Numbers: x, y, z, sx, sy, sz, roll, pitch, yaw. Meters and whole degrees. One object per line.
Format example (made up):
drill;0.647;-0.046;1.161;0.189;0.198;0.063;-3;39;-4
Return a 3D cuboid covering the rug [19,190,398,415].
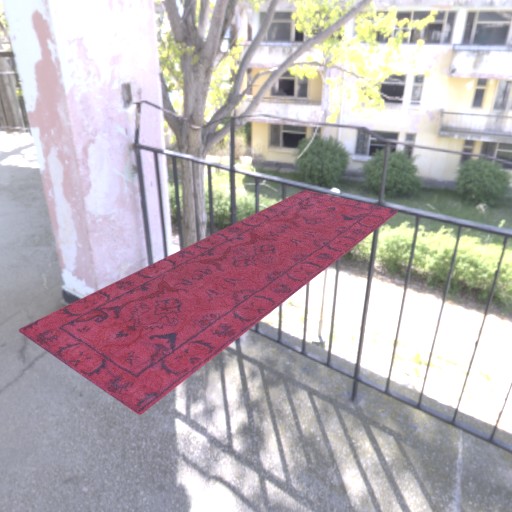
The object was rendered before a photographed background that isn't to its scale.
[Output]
rug;0.000;0.000;2.620;0.813;0.018;2.439;18;32;32
